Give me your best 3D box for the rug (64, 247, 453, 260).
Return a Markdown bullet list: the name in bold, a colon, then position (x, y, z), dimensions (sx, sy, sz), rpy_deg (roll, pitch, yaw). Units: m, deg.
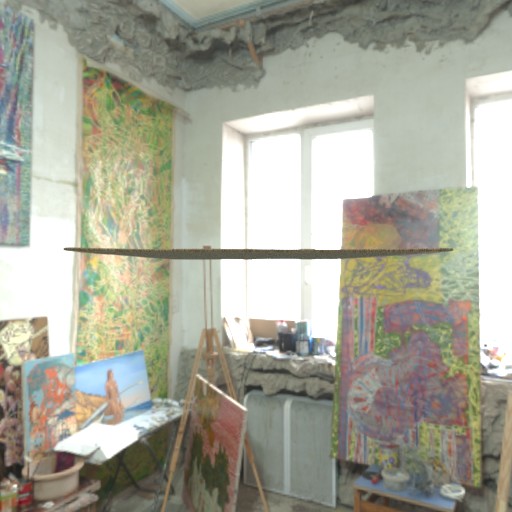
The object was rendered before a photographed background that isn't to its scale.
- **rug**: position (0.000, 0.000, 2.282), dimensions (1.211, 0.018, 1.822), rpy_deg (0, -1, -1)
